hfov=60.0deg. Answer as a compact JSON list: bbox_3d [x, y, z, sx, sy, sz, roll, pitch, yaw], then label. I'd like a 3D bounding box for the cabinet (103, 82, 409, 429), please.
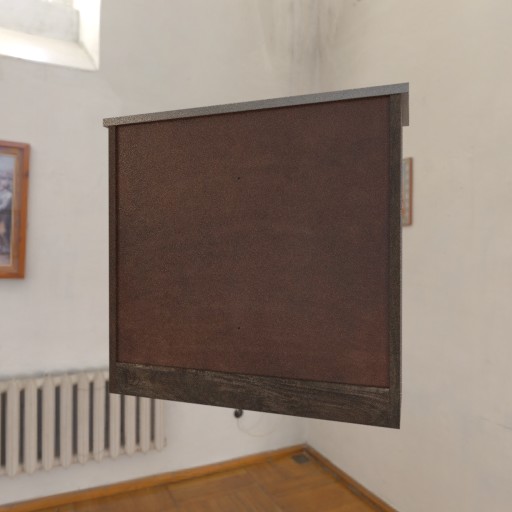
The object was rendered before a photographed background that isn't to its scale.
[{"bbox_3d":[0.000,0.000,1.486,0.968,0.919,0.338,0,1,19],"label":"cabinet"}]
